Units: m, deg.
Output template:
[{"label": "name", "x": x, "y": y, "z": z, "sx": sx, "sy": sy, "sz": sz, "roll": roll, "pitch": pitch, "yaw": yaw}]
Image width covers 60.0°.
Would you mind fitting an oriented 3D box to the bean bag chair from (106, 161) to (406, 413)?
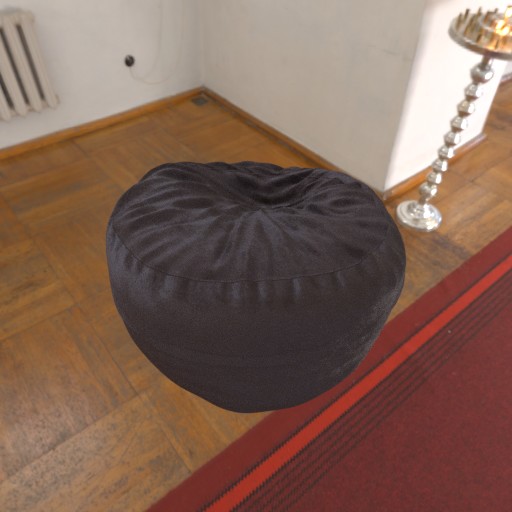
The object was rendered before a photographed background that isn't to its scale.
[{"label": "bean bag chair", "x": 0.000, "y": 0.000, "z": 1.977, "sx": 1.245, "sy": 0.821, "sz": 1.245, "roll": 0, "pitch": 44, "yaw": 0}]
